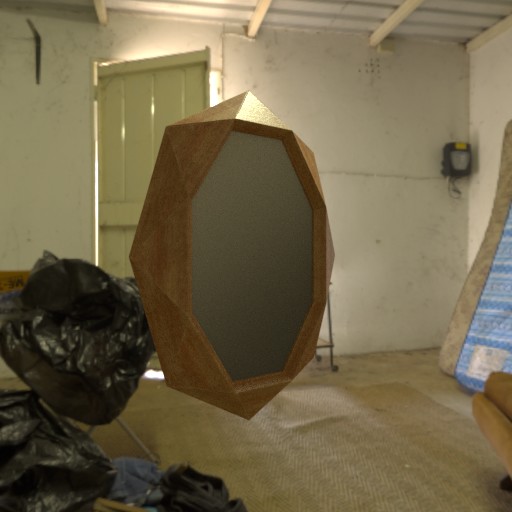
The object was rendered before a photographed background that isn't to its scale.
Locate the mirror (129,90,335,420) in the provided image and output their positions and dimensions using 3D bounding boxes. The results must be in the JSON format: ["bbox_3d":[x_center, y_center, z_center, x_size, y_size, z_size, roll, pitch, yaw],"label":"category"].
[{"bbox_3d":[0.000,0.000,1.018,0.577,0.774,0.070,0,1,-36],"label":"mirror"}]
